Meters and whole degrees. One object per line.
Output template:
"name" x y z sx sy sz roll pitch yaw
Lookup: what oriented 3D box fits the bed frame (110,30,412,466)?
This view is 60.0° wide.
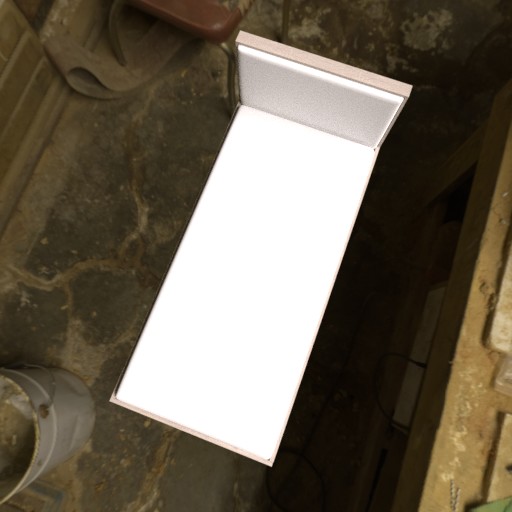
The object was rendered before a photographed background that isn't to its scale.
"bed frame" 0.000 0.000 2.628 0.990 0.920 2.140 20 77 5
